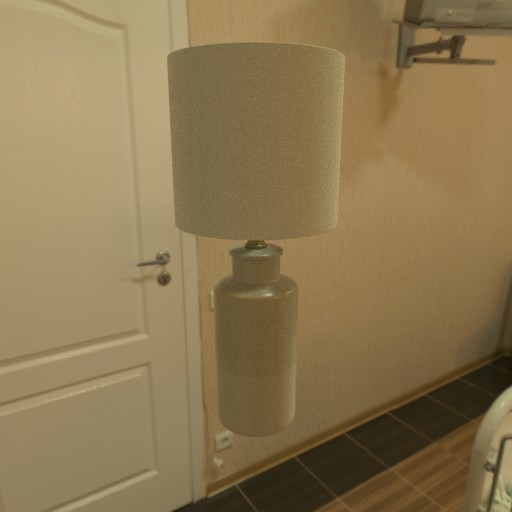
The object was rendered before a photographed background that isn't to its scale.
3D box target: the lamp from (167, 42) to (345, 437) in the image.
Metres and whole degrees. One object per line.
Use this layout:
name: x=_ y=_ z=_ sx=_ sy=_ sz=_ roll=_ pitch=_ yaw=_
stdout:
lamp: x=0.000 y=0.000 z=0.601 sx=0.212 sy=0.493 sz=0.212 roll=8 pitch=17 yaw=27
